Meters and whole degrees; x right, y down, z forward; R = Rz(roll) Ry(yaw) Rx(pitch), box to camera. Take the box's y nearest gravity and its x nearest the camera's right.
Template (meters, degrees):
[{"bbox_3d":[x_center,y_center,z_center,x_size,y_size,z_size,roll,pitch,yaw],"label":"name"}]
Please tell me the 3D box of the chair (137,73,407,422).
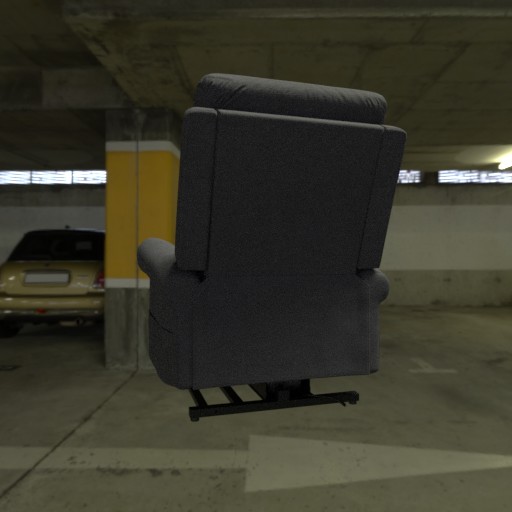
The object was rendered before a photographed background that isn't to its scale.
[{"bbox_3d":[0.000,0.000,1.714,0.871,1.031,0.979,0,0,-17],"label":"chair"}]
